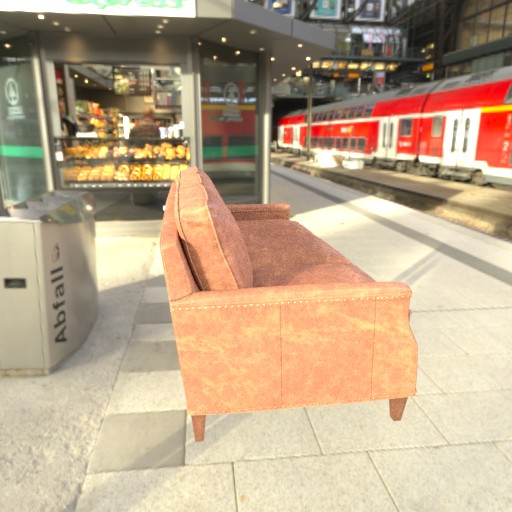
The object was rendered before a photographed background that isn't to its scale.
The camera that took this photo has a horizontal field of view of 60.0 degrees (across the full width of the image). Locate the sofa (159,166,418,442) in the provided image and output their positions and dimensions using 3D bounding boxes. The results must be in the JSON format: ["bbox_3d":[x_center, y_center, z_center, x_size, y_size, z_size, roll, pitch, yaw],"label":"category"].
[{"bbox_3d":[0.000,0.000,2.810,1.084,1.003,2.246,-2,16,-9],"label":"sofa"}]
